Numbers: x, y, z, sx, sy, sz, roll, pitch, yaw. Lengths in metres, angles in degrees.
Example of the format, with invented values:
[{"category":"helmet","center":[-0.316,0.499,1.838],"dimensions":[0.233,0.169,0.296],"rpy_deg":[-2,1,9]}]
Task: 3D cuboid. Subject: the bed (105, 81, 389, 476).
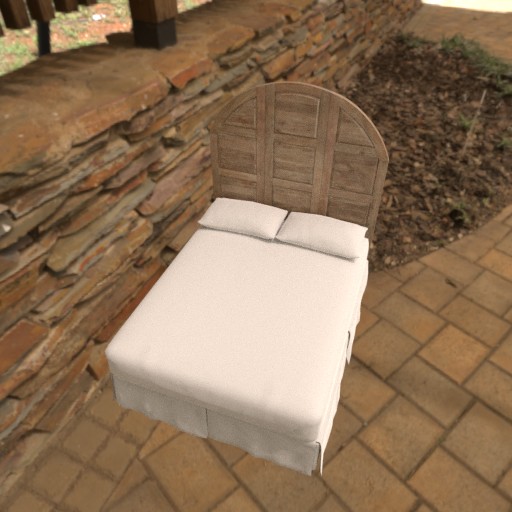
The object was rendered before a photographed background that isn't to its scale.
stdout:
[{"category":"bed","center":[0.000,0.000,3.437],"dimensions":[1.713,2.002,2.112],"rpy_deg":[13,42,15]}]
